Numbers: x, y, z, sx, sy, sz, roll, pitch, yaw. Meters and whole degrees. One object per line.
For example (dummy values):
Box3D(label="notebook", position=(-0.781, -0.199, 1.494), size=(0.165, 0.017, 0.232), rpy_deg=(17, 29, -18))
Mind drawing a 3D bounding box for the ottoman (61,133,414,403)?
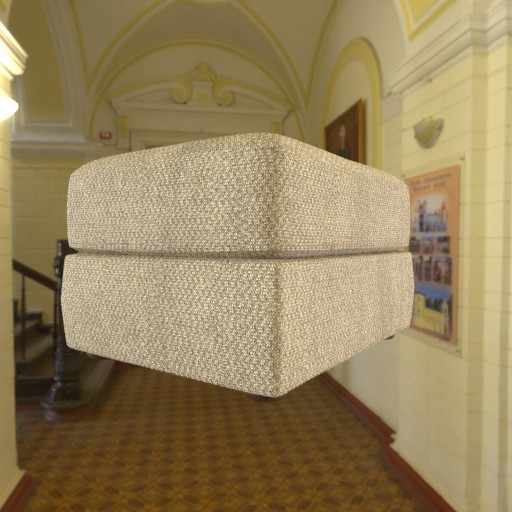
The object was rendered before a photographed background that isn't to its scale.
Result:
Box3D(label="ottoman", position=(0.000, 0.000, 1.140), size=(0.603, 0.476, 0.751), rpy_deg=(2, 3, 35))
